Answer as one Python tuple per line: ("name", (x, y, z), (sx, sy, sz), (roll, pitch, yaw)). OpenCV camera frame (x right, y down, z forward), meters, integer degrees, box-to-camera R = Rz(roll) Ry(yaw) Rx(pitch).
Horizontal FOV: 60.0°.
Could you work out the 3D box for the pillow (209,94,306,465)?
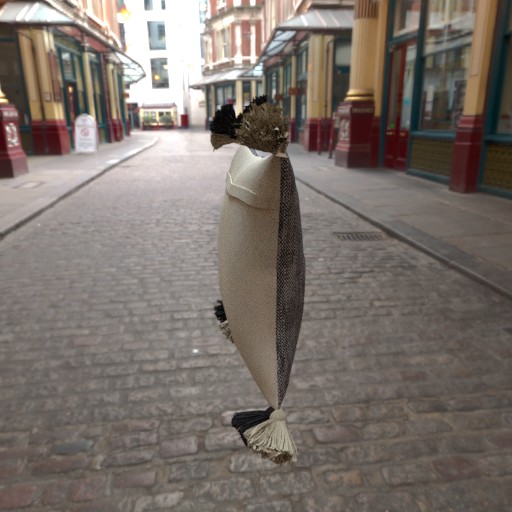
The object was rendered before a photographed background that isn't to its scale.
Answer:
("pillow", (0.000, 0.000, 0.978), (0.170, 0.659, 0.654), (-3, 17, -9))
